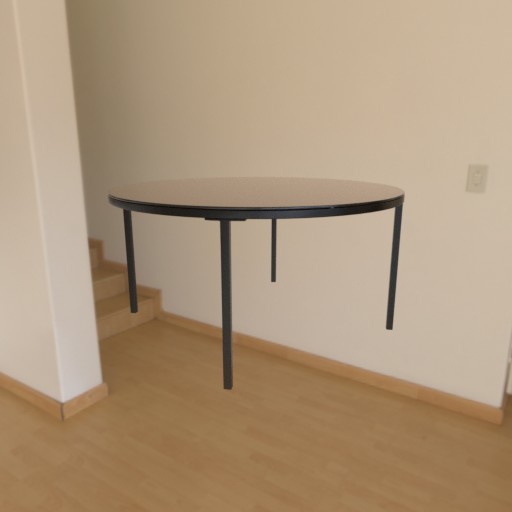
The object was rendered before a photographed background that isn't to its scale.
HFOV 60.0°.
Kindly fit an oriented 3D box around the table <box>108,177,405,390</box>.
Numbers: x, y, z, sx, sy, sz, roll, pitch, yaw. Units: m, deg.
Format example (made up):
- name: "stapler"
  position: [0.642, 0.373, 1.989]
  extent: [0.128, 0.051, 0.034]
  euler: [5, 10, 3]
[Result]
- name: "table"
  position: [0.000, 0.000, 1.299]
  extent: [0.800, 0.400, 0.800]
  euler: [0, 14, 0]
